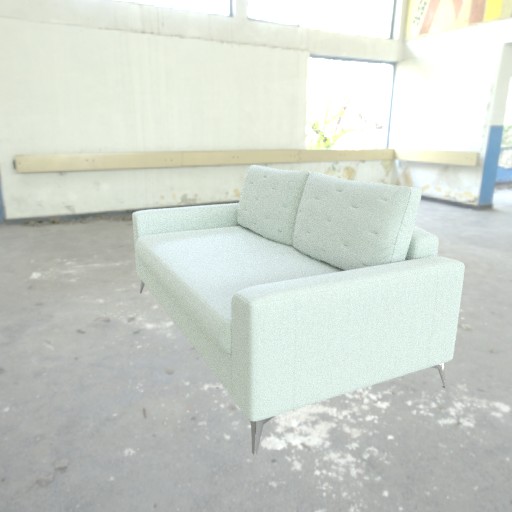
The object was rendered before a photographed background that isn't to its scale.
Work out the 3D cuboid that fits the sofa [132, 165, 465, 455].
[{"bbox_3d":[0.000,0.000,2.165,0.920,0.790,1.650,-8,17,-25],"label":"sofa"}]
